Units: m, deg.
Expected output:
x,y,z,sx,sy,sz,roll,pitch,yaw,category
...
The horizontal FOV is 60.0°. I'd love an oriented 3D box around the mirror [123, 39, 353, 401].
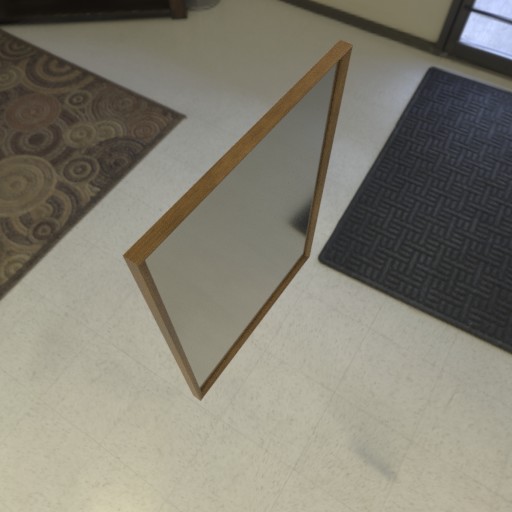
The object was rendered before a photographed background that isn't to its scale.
x,y,z,sx,sy,sz,roll,pitch,yaw,category
0.000,0.000,1.366,0.041,1.016,0.762,31,64,17,mirror
